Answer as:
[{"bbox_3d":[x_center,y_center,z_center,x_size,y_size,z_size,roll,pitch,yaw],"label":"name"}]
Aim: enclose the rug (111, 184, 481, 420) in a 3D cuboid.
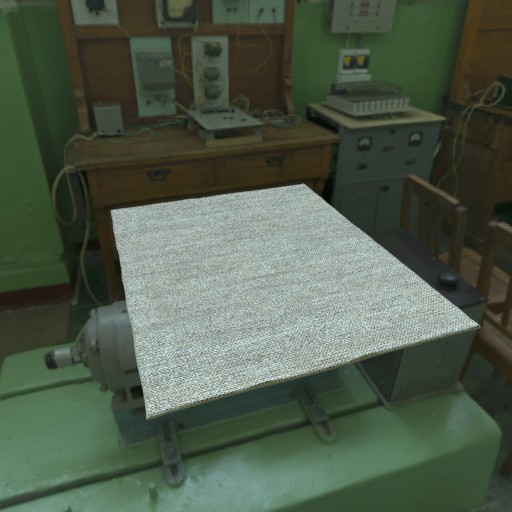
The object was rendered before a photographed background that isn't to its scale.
[{"bbox_3d":[0.000,0.000,4.135,2.429,0.030,3.052,-10,32,-17],"label":"rug"}]
